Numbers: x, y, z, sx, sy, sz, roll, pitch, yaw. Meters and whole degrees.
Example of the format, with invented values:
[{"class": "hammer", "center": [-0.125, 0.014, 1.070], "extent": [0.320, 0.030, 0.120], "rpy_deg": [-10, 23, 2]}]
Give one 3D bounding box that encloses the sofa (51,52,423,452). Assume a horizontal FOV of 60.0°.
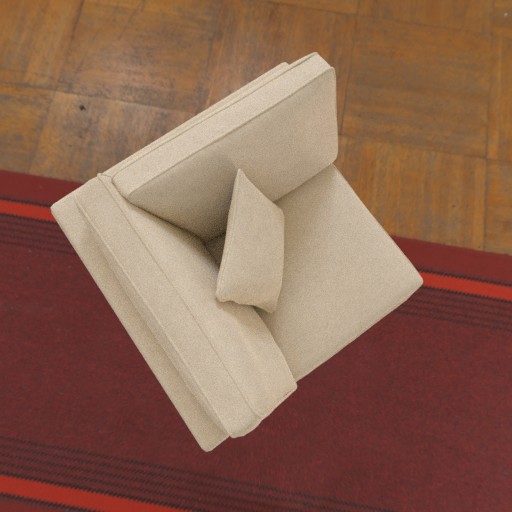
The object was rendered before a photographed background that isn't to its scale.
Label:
[{"class": "sofa", "center": [0.000, 0.000, 1.931], "extent": [1.146, 1.002, 1.084], "rpy_deg": [-35, 78, -8]}]
